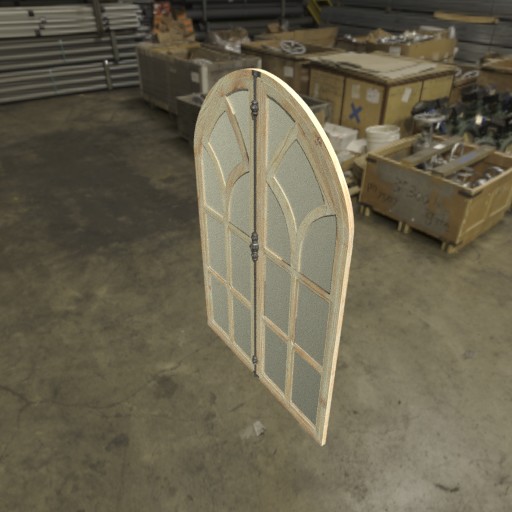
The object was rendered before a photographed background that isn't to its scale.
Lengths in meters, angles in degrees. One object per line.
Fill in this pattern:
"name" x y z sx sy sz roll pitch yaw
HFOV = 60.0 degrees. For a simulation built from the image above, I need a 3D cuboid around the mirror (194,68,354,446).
"mirror" 0.000 0.000 1.166 0.032 0.915 0.609 -21 39 -29
